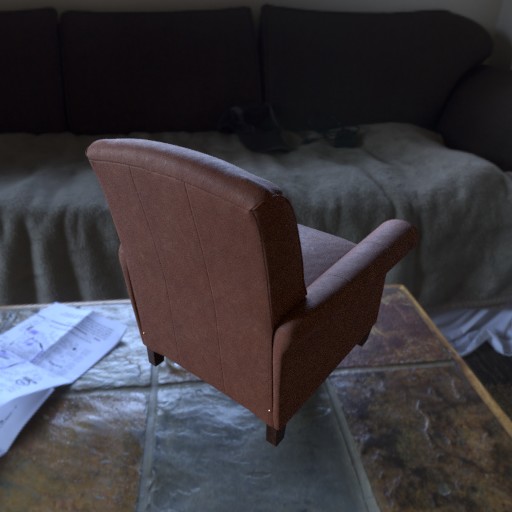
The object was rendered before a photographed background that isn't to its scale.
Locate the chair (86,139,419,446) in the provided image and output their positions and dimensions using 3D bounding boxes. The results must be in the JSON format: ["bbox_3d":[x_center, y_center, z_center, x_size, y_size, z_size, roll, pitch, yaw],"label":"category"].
[{"bbox_3d":[0.000,0.000,1.775,0.978,1.061,0.902,21,36,33],"label":"chair"}]
